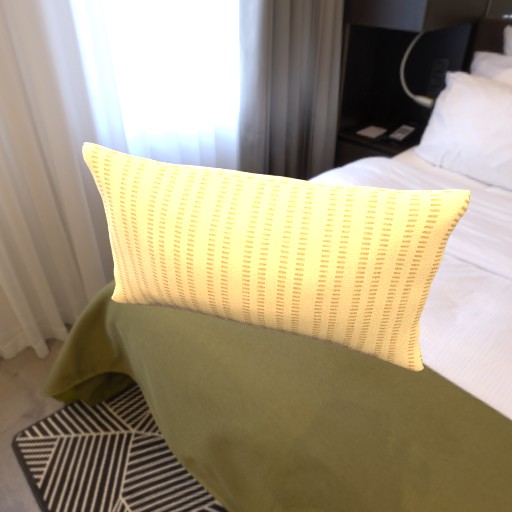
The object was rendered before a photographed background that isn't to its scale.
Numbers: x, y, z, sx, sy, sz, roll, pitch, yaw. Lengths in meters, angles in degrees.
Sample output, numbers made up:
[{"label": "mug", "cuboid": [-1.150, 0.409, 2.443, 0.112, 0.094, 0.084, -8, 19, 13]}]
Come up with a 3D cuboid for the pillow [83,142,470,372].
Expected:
[{"label": "pillow", "cuboid": [0.000, 0.000, 0.794, 0.640, 0.353, 0.210, 10, 35, 15]}]
